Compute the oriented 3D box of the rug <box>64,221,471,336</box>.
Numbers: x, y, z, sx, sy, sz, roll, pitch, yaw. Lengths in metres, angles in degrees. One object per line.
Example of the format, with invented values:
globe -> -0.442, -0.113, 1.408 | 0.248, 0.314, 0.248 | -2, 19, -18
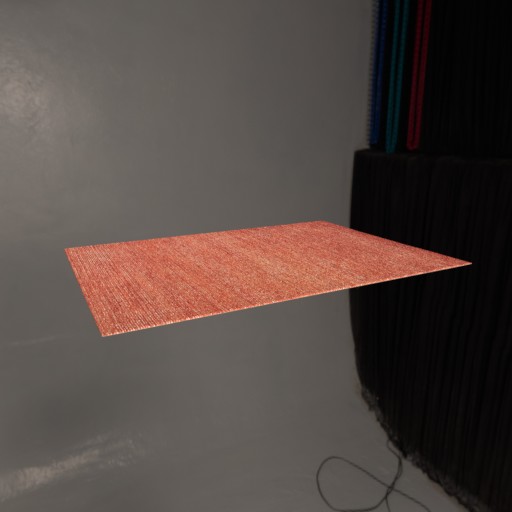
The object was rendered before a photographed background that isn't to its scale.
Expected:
rug -> 0.000, 0.000, 5.248 | 3.965, 0.025, 2.803 | -8, 17, -27
